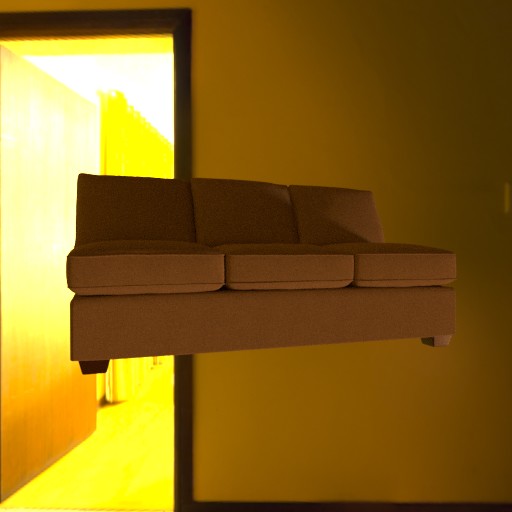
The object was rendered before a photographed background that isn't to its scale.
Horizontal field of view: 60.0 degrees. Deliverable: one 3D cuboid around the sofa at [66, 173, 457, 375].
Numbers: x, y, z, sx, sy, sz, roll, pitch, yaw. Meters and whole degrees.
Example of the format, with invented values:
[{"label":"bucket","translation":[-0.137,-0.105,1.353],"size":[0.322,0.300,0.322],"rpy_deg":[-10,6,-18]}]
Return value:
[{"label":"sofa","translation":[0.000,0.000,2.708],"size":[2.092,1.036,1.127],"rpy_deg":[0,0,-18]}]
